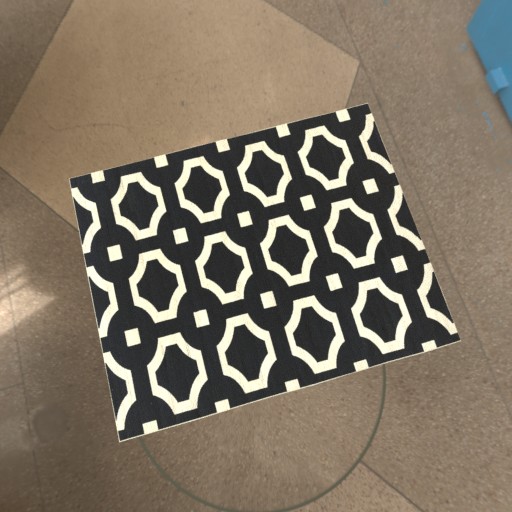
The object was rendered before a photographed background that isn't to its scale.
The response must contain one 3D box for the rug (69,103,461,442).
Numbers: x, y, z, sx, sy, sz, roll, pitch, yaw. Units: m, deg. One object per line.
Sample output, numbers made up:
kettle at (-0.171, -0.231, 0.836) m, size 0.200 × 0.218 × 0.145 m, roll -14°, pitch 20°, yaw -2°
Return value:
rug at (0.000, 0.000, 4.077) m, size 3.049 × 0.021 × 2.466 m, roll -15°, pitch 76°, yaw -4°
